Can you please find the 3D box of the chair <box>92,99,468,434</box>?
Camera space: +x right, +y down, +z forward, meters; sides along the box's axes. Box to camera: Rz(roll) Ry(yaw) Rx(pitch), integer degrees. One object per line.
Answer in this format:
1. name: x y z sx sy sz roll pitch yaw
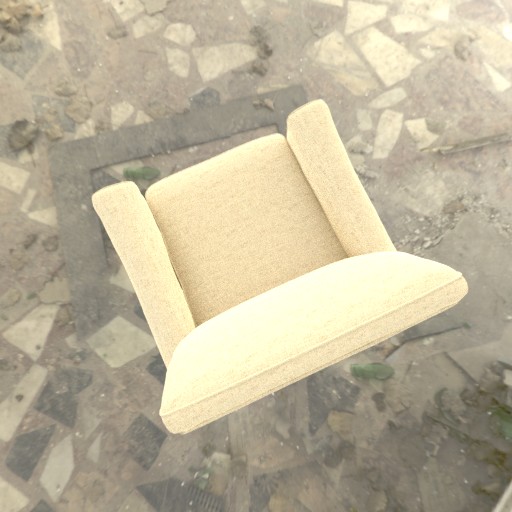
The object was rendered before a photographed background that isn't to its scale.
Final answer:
1. chair: 0.000 0.000 1.585 0.870 0.943 0.823 -24 79 -5
